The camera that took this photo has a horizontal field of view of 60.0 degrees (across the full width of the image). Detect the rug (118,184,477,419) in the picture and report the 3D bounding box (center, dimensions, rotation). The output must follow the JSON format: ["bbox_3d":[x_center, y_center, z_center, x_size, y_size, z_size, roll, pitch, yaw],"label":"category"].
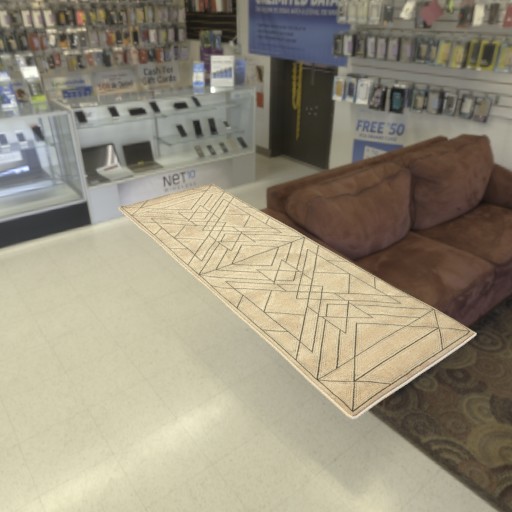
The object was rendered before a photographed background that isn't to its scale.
[{"bbox_3d":[0.000,0.000,2.689,0.831,0.036,2.381,-20,36,-30],"label":"rug"}]
